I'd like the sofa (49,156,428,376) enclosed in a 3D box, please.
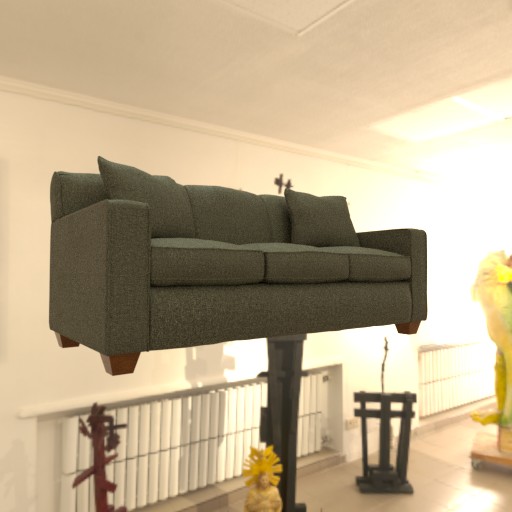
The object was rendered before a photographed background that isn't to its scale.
[{"bbox_3d":[0.000,0.000,2.557,2.024,0.958,0.997,2,-3,-36],"label":"sofa"}]
